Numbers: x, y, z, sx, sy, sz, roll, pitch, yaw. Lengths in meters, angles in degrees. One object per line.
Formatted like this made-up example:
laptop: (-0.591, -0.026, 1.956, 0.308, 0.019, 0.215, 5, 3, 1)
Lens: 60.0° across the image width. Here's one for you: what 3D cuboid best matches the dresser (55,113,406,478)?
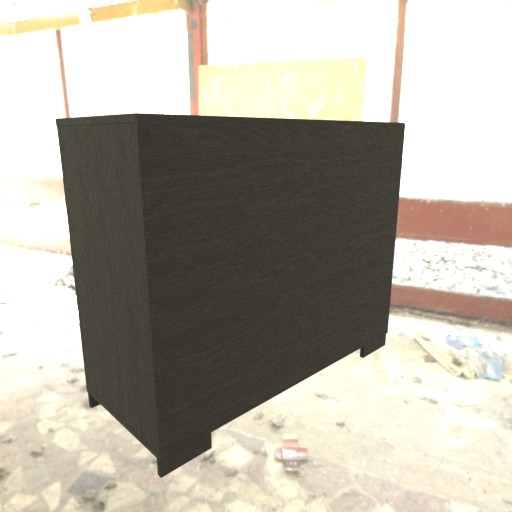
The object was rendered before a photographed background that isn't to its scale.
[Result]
dresser: (0.000, 0.000, 1.398, 0.994, 0.816, 0.404, -14, 21, -42)
